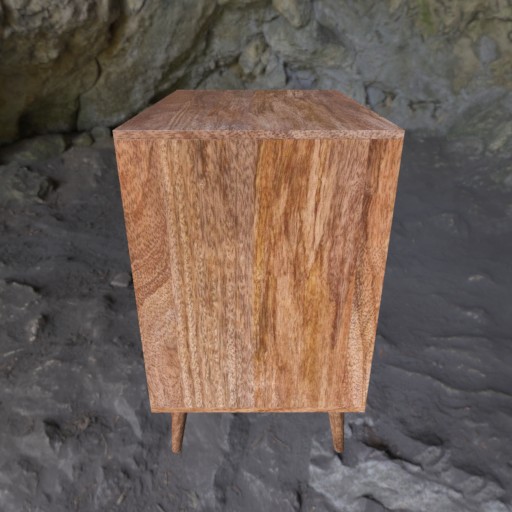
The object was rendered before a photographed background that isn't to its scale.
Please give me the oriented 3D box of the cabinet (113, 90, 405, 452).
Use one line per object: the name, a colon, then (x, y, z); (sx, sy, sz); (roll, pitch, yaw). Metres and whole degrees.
cabinet: (0.000, 0.000, 1.160); (0.473, 0.758, 0.647); (0, 26, 0)
